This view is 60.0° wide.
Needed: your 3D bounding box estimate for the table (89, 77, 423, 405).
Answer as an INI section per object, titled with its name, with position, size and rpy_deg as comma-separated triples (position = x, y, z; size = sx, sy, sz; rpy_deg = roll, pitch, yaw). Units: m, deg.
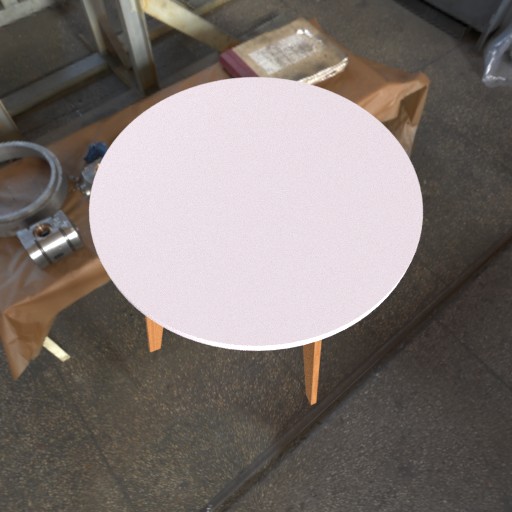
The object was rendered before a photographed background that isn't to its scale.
[table]
position = 0.000, 0.000, 1.540
size = 0.896, 0.762, 0.896
rpy_deg = 0, 60, 0
